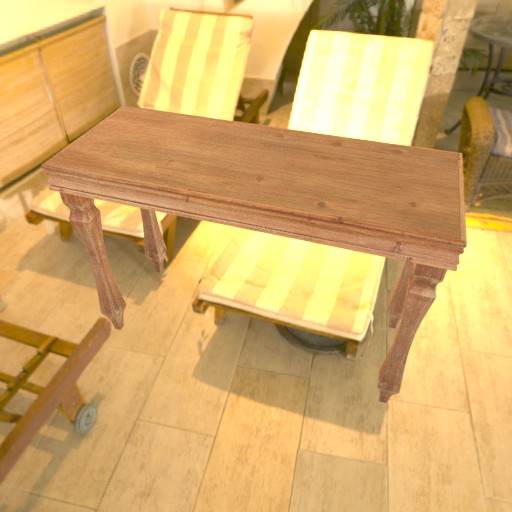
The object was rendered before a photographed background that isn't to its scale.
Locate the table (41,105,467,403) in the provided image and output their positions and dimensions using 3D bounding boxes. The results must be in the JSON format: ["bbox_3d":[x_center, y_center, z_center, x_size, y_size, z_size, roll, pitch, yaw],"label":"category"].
[{"bbox_3d":[0.000,0.000,1.785,1.330,0.873,0.522,12,43,14],"label":"table"}]
